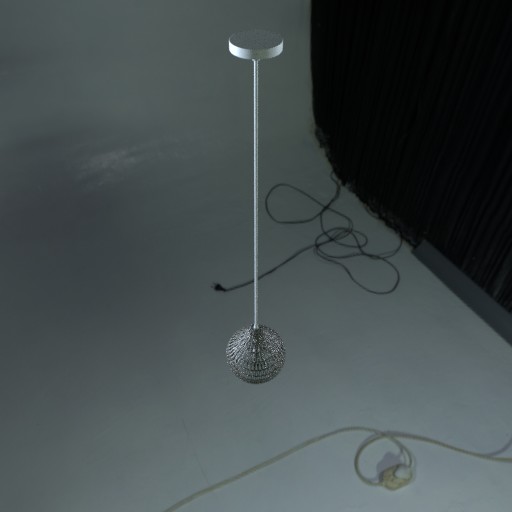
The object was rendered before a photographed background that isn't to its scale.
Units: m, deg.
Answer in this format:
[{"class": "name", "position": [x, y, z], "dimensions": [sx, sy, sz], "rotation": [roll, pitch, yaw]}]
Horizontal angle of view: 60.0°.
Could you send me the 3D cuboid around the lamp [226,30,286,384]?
[{"class": "lamp", "position": [0.000, 0.000, 2.059], "dimensions": [0.355, 1.919, 0.355], "rotation": [-25, 51, -22]}]
